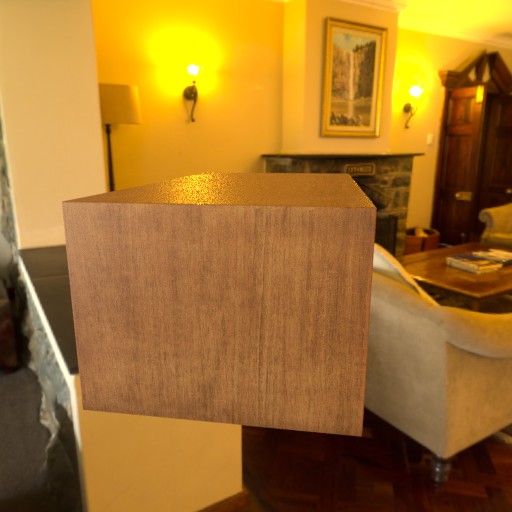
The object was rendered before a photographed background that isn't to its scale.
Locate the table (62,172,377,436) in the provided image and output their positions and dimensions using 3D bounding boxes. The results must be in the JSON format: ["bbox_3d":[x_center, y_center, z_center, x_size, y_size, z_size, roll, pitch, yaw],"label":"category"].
[{"bbox_3d":[0.000,0.000,1.280,0.549,0.419,1.000,2,14,9],"label":"table"}]
